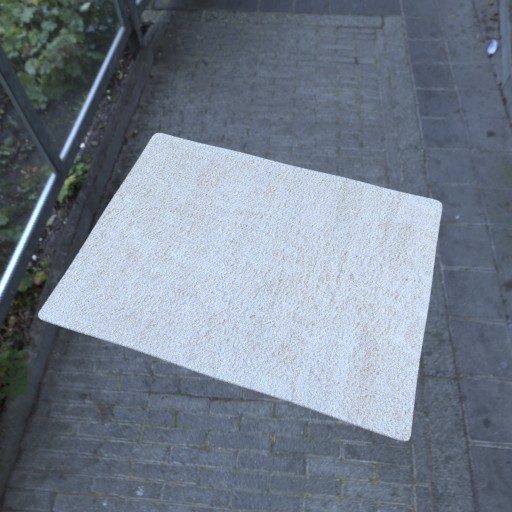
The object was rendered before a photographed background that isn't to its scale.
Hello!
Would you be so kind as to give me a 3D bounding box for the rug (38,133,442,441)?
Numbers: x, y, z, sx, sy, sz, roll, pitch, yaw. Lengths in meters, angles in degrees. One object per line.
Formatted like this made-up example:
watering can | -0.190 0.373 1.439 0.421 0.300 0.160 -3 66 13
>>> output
rug | 0.000 0.000 2.085 1.600 0.027 1.200 16 59 10
